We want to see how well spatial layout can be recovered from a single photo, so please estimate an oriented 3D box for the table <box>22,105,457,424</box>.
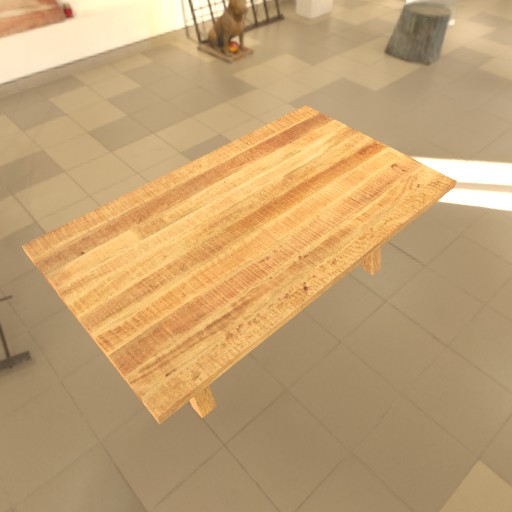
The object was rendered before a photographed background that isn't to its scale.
[{"bbox_3d":[0.000,0.000,1.685,1.320,0.455,0.760,-34,55,-28],"label":"table"}]
